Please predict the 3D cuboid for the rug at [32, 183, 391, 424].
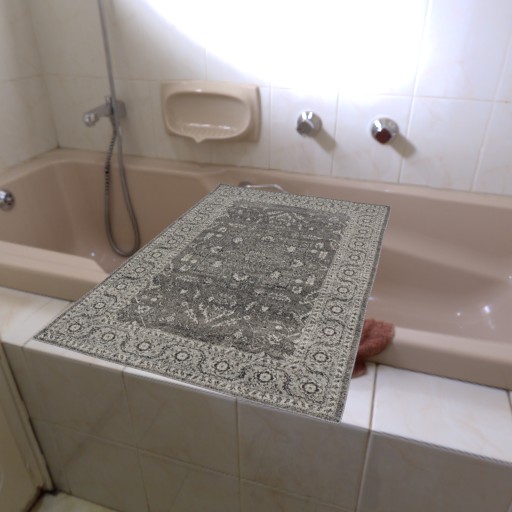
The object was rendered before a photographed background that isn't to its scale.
[{"bbox_3d":[0.000,0.000,2.289,1.209,0.019,1.828,10,31,17],"label":"rug"}]
